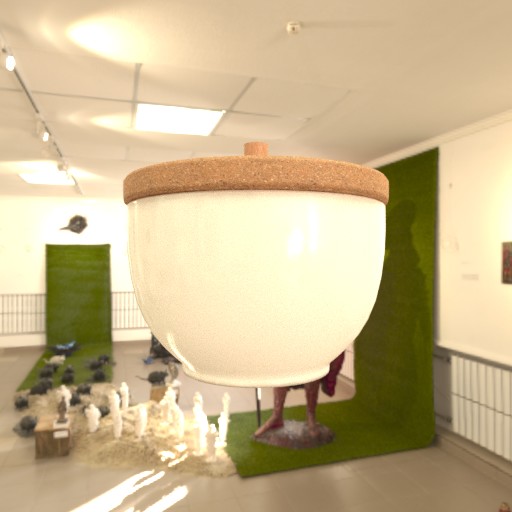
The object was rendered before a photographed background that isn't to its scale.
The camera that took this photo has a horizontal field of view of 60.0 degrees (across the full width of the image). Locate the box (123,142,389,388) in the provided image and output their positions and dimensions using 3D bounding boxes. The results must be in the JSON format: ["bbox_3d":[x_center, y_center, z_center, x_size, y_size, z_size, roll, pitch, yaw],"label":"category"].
[{"bbox_3d":[0.000,0.000,0.187,0.107,0.094,0.107,0,0,0],"label":"box"}]
